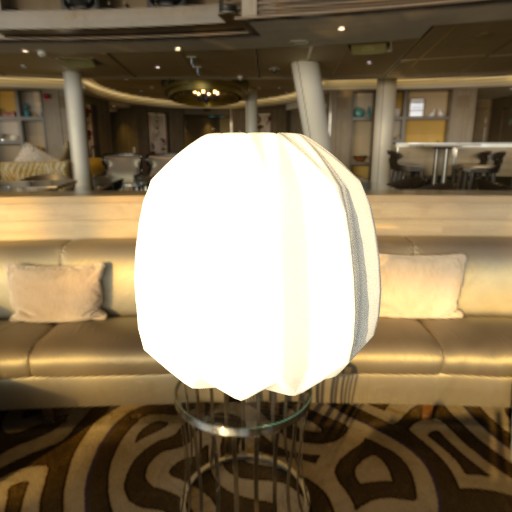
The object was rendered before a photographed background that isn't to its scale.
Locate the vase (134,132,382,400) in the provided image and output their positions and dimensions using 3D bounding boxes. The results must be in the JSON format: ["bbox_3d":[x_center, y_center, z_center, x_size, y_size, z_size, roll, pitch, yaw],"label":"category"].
[{"bbox_3d":[0.000,0.000,0.252,0.139,0.134,0.139,0,14,0],"label":"vase"}]
